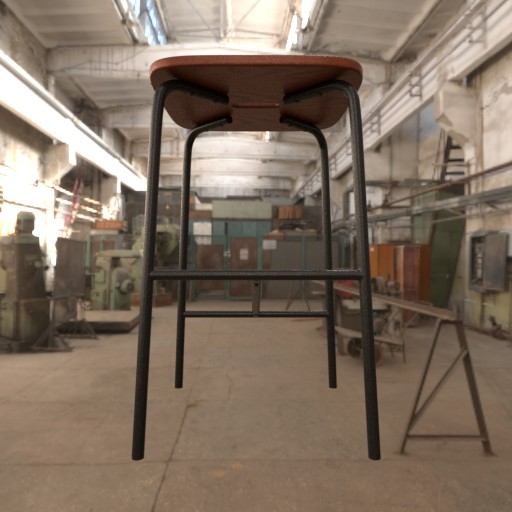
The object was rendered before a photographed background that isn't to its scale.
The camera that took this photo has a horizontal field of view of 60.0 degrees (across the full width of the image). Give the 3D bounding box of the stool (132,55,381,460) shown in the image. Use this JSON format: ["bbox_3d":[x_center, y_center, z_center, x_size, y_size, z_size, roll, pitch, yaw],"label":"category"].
[{"bbox_3d":[0.000,0.000,0.848,0.376,0.610,0.376,0,0,0],"label":"stool"}]
